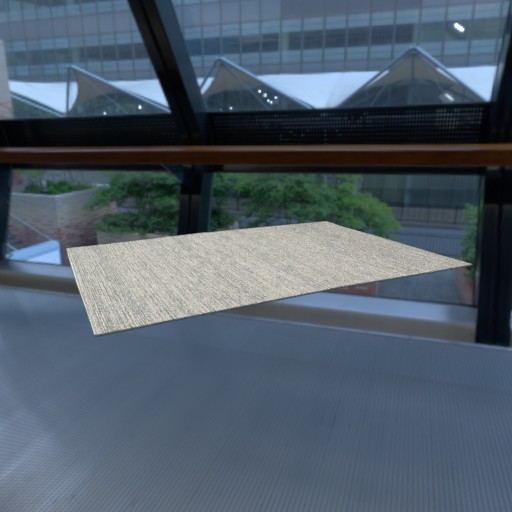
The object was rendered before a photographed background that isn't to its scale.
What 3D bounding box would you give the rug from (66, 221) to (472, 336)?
[{"bbox_3d":[0.000,0.000,3.068,2.338,0.030,1.616,-8,17,-25],"label":"rug"}]
